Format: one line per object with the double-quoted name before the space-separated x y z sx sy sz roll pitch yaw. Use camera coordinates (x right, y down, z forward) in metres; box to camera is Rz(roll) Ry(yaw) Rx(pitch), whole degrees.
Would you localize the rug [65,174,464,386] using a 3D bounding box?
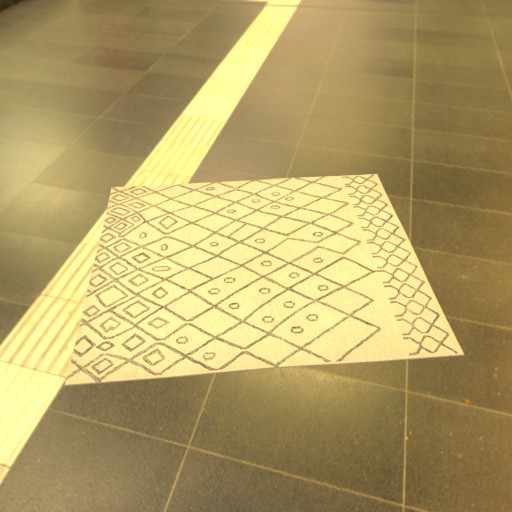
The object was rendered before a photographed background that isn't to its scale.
"rug" 0.000 0.000 4.212 3.046 0.015 2.446 -3 45 -3
